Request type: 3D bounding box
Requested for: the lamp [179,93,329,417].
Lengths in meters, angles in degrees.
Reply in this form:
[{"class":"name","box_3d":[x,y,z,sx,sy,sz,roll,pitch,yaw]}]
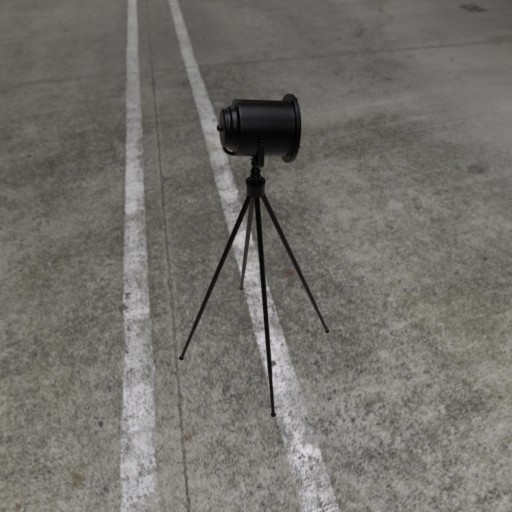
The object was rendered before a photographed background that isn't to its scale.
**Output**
[{"class":"lamp","box_3d":[0.000,0.000,2.018,0.884,1.504,0.879,-9,47,-8]}]
